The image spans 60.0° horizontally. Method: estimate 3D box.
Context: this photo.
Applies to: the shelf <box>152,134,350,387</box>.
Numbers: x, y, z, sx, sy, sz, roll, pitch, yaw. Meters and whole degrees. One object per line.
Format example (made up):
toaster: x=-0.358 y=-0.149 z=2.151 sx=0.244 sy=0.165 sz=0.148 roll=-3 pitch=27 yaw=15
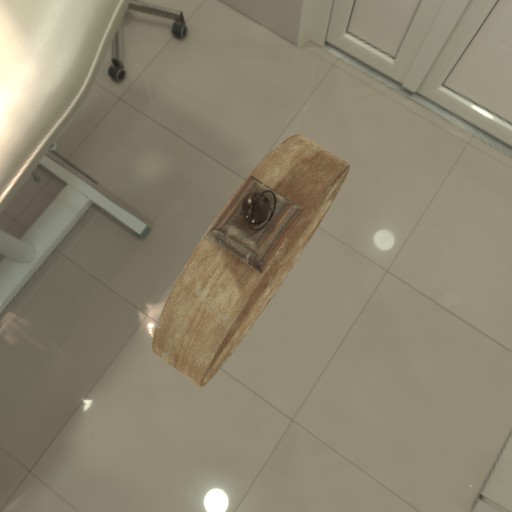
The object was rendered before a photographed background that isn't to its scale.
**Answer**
shelf: x=0.000 y=0.000 z=0.986 sx=0.125 sy=0.725 sz=0.601 roll=34 pitch=79 yaw=8
